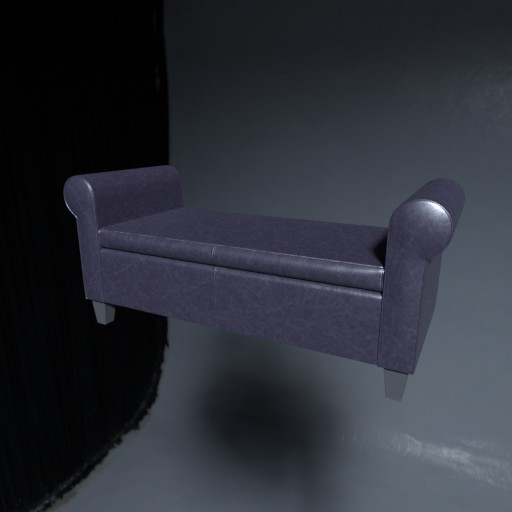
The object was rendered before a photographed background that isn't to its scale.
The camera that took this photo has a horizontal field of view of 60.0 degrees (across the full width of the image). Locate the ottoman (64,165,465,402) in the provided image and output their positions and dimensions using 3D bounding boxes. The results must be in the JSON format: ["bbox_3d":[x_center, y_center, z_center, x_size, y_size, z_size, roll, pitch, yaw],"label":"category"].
[{"bbox_3d":[0.000,0.000,1.543,1.256,0.547,0.521,8,18,26],"label":"ottoman"}]
